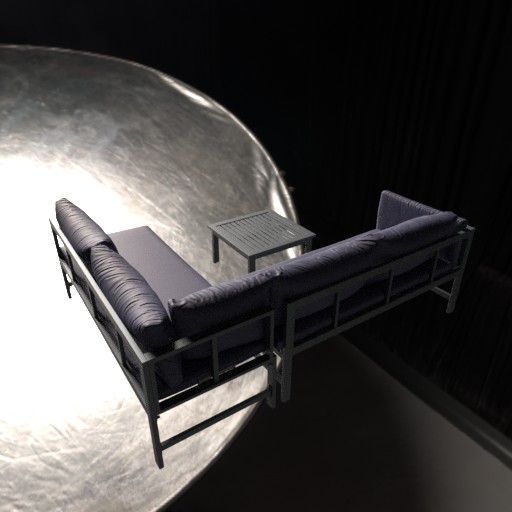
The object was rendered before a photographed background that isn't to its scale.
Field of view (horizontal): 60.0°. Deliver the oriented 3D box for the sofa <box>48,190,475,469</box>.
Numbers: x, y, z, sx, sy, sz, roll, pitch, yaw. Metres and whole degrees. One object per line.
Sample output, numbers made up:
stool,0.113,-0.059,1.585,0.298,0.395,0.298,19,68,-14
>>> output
sofa,0.000,0.000,2.921,2.149,0.762,1.658,-18,34,-29
